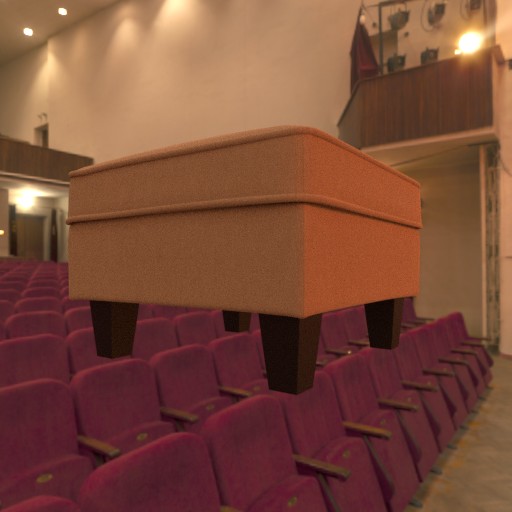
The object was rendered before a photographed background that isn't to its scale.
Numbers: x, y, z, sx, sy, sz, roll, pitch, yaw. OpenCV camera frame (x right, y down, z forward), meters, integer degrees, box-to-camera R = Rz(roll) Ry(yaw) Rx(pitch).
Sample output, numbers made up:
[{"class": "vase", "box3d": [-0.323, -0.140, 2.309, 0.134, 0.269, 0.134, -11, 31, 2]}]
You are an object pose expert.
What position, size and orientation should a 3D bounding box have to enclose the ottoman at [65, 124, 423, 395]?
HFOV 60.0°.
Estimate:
[{"class": "ottoman", "box3d": [0.000, 0.000, 1.023, 0.613, 0.438, 0.616, -1, -1, 35]}]
